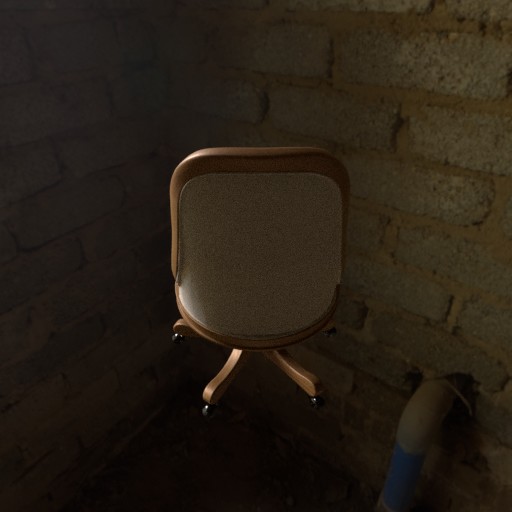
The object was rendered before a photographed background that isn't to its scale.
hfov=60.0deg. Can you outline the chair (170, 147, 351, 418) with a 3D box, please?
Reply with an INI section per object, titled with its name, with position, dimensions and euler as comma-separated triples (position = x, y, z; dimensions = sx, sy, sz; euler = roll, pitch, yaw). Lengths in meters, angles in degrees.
[chair]
position = 0.000, 0.000, 1.524
dimensions = 0.702, 1.009, 0.811
euler = -1, 32, -1
